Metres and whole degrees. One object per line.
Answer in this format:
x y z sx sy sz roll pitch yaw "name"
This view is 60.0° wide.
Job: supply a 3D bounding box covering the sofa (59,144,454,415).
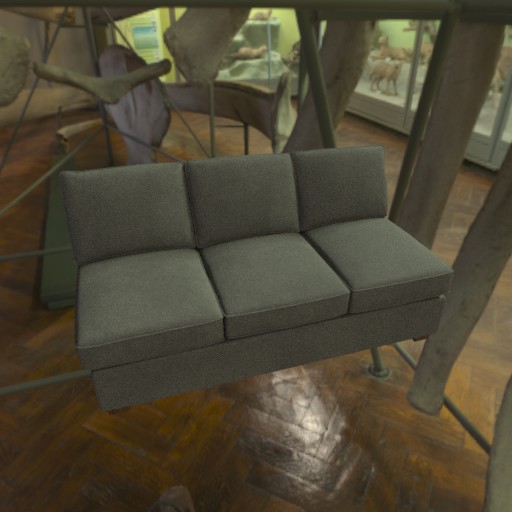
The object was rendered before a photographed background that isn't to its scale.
0.000 0.000 2.521 1.962 0.973 1.027 -9 32 -15 "sofa"
